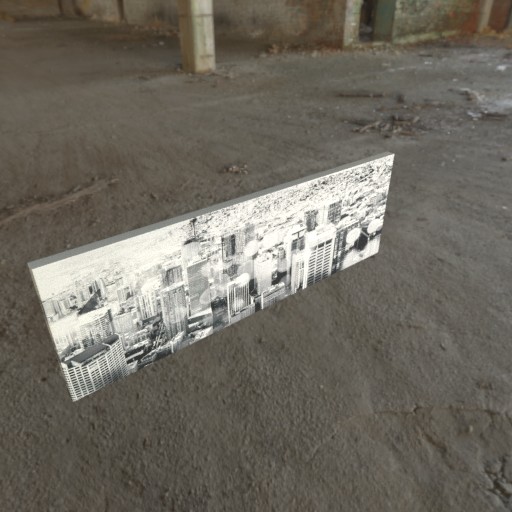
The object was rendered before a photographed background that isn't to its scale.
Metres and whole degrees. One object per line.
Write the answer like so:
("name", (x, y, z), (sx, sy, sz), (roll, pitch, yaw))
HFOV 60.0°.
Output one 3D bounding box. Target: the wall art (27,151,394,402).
("wall art", (0.000, 0.000, 1.702), (1.520, 0.507, 0.044), (-22, 38, -32))
